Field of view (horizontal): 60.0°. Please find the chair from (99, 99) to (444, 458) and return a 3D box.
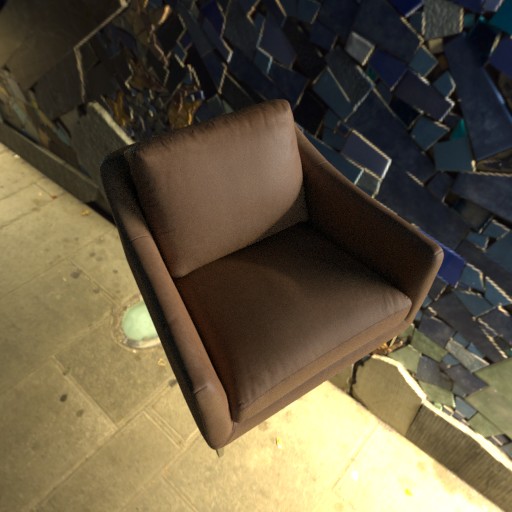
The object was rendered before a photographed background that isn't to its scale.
[{"bbox_3d":[0.000,0.000,1.719,0.988,0.895,0.963,-25,51,-22],"label":"chair"}]
